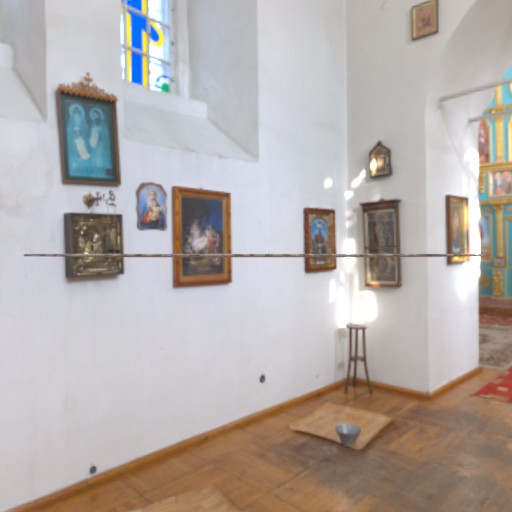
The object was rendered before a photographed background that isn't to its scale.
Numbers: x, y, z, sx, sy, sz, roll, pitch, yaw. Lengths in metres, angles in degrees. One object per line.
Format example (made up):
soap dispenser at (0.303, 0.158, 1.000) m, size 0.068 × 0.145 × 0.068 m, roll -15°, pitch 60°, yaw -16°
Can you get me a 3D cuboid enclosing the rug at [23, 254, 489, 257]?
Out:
rug at (0.000, 0.000, 2.977) m, size 2.261 × 0.013 × 1.676 m, roll 0°, pitch 0°, yaw -1°
